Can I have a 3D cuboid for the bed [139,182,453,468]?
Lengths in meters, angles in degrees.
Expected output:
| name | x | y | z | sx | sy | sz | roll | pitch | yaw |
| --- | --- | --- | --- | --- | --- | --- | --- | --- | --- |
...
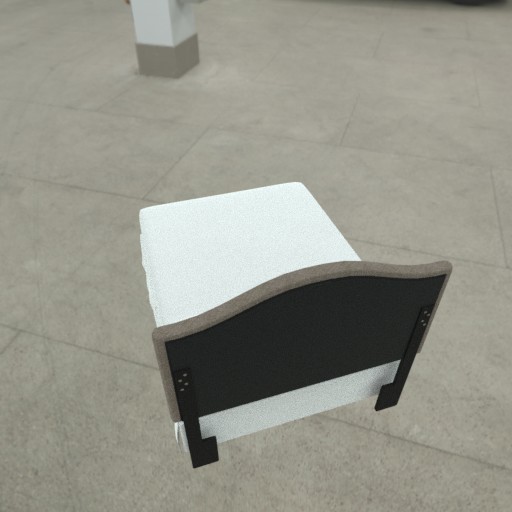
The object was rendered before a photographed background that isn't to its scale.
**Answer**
| name | x | y | z | sx | sy | sz | roll | pitch | yaw |
| --- | --- | --- | --- | --- | --- | --- | --- | --- | --- |
| bed | 0.000 | 0.000 | 3.365 | 1.713 | 1.518 | 2.153 | -12 | 42 | -13 |
